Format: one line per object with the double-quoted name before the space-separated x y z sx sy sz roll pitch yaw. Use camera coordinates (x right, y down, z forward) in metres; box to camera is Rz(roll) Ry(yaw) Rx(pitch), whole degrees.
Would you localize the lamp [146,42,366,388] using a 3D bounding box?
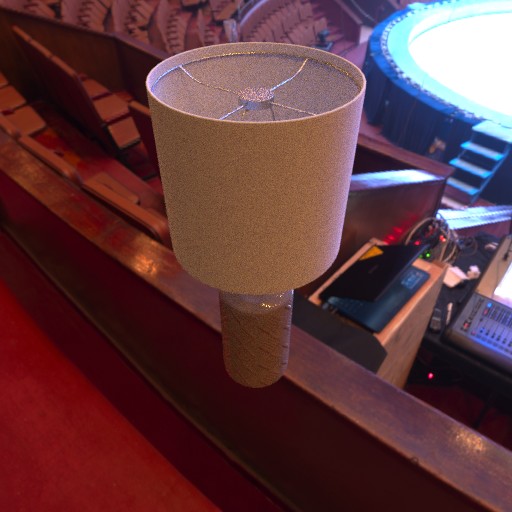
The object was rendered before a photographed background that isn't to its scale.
"lamp" 0.000 0.000 0.575 0.207 0.461 0.207 25 47 25
